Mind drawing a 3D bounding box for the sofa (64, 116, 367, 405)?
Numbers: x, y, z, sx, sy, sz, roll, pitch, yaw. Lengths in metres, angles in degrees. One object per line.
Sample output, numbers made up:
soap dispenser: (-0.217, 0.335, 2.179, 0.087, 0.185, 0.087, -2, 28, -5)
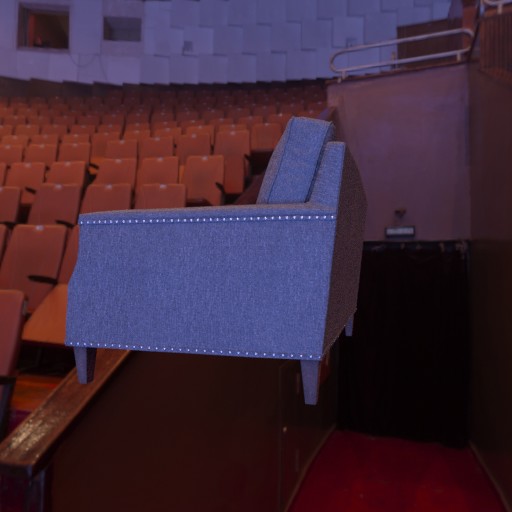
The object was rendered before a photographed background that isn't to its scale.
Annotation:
sofa: (0.000, 0.000, 2.294, 1.084, 1.003, 1.597, 0, -1, 17)
